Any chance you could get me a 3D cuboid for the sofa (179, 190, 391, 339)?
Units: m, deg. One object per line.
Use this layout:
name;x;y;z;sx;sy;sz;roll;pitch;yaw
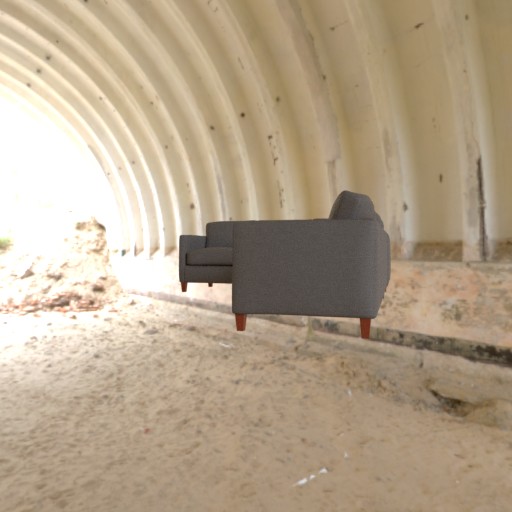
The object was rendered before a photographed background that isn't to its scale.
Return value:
sofa;0.000;0.000;4.547;2.593;0.947;3.302;0;1;18
